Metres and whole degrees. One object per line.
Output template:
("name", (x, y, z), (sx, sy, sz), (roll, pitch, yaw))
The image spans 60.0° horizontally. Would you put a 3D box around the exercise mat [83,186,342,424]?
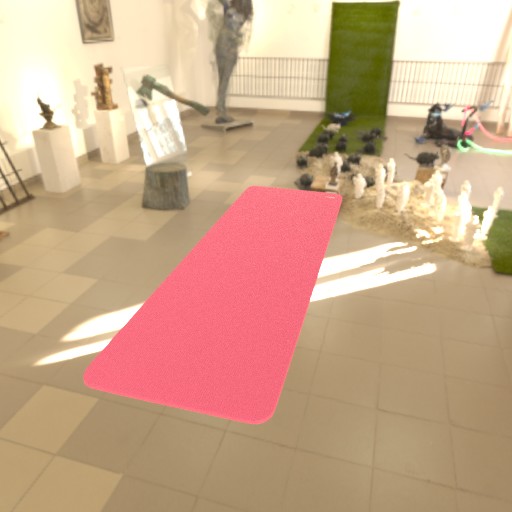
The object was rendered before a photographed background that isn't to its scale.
("exercise mat", (0.000, 0.000, 2.087), (0.616, 0.021, 1.884), (8, 29, 14))
